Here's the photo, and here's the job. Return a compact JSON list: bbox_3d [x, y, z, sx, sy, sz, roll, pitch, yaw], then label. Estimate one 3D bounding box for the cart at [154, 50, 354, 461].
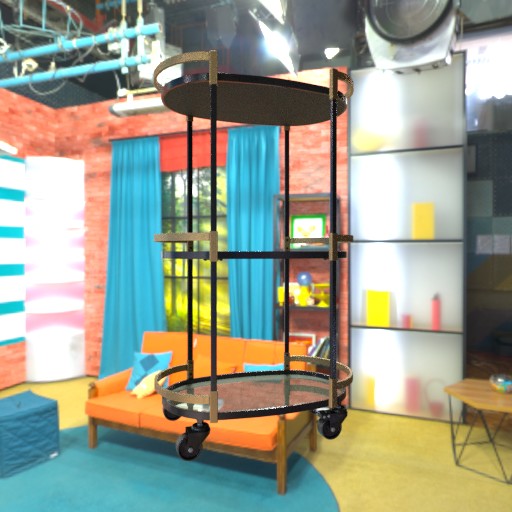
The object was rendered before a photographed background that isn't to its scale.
[{"bbox_3d":[0.000,0.000,1.143,0.515,0.885,0.311,0,1,-19],"label":"cart"}]
